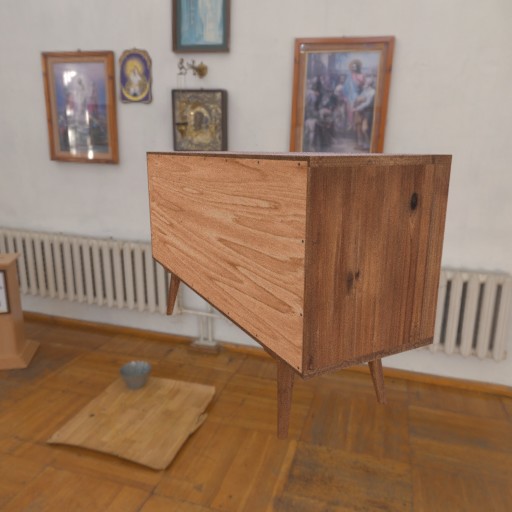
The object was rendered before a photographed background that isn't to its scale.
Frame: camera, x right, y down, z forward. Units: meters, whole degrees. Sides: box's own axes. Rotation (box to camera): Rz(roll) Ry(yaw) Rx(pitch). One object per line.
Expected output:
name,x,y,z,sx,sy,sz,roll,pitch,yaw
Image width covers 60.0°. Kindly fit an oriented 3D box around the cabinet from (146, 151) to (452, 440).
cabinet,0.000,0.000,1.760,0.472,0.800,1.400,-7,15,-27
